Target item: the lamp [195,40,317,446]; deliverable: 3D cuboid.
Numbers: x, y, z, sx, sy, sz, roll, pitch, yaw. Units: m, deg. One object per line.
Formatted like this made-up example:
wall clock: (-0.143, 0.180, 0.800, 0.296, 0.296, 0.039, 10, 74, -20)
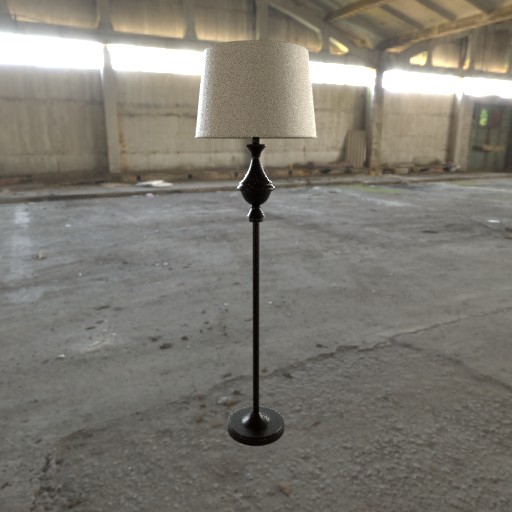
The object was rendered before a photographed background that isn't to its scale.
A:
lamp: (0.000, 0.000, 1.681, 0.431, 1.484, 0.431, 0, 14, 0)
